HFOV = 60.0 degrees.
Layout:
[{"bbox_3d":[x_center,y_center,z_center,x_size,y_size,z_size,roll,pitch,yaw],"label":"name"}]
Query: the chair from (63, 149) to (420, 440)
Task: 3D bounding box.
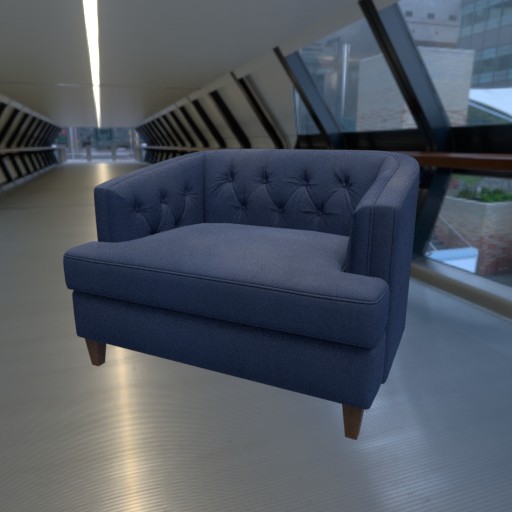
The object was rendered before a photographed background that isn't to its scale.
[{"bbox_3d":[0.000,0.000,1.728,1.118,0.787,0.914,7,16,25],"label":"chair"}]
